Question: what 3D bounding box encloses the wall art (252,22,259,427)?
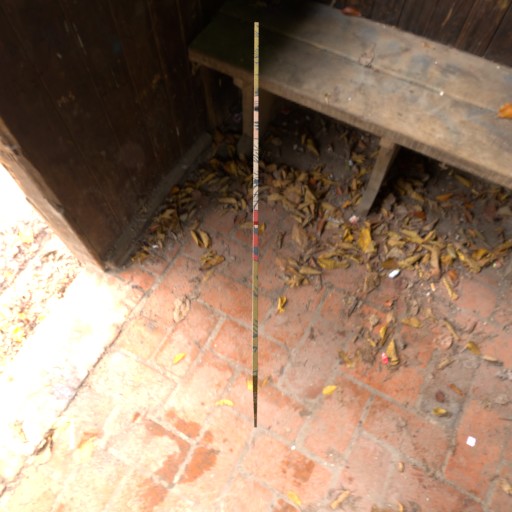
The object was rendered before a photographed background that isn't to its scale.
[{"bbox_3d":[0.000,0.000,1.817,0.013,1.218,1.206,0,64,0],"label":"wall art"}]
